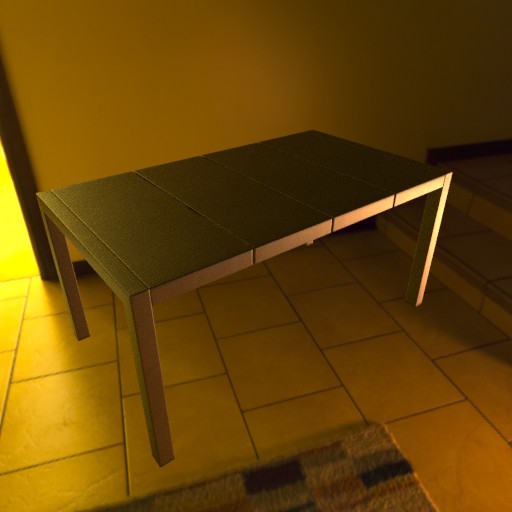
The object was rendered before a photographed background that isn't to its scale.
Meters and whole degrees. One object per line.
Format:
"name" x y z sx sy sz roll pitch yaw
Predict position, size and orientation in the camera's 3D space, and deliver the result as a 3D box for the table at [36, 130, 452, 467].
"table" 0.000 0.000 1.292 0.965 0.460 0.559 -22 37 -32
